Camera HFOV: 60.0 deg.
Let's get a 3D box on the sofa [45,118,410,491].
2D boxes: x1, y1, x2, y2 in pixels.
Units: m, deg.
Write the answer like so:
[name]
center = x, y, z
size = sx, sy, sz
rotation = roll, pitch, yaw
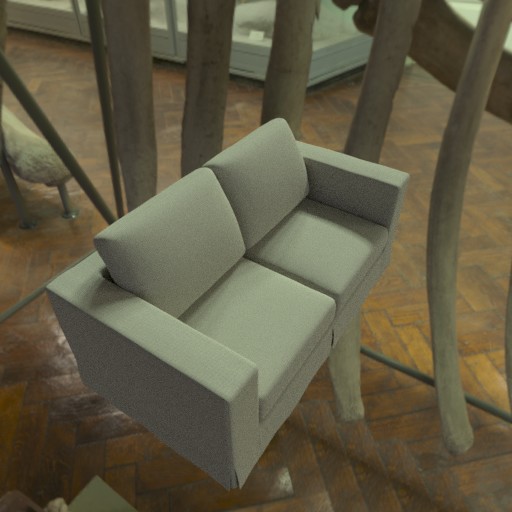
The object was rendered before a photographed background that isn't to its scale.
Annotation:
[sofa]
center = 0.000, 0.000, 2.373
size = 1.009, 0.932, 1.813
rotation = 24, 46, 25
